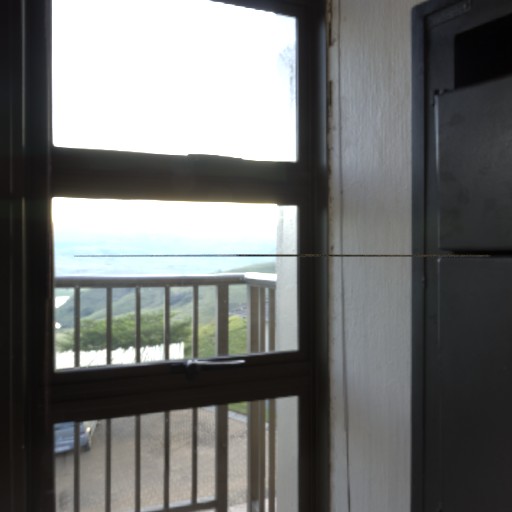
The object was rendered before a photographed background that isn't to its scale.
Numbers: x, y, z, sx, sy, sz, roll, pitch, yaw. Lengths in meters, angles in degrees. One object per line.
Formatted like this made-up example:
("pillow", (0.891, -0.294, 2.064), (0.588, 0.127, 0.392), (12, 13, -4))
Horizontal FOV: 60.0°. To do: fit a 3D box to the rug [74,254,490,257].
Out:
("rug", (0.000, 0.000, 4.069), (2.441, 0.013, 3.056), (0, 0, -36))
